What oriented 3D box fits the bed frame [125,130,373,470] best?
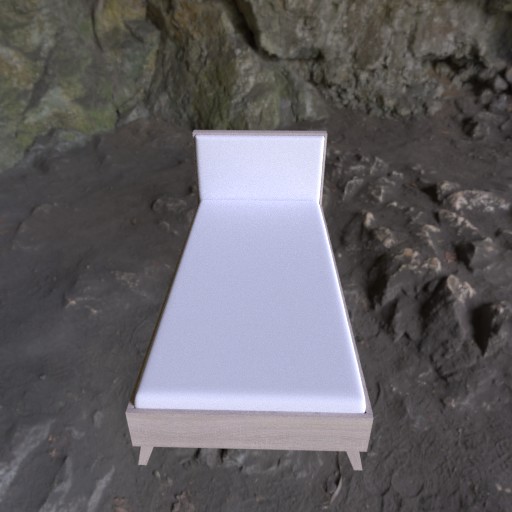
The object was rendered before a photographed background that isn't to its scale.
[{"bbox_3d":[0.000,0.000,2.631,0.990,0.920,2.140,1,31,1],"label":"bed frame"}]
